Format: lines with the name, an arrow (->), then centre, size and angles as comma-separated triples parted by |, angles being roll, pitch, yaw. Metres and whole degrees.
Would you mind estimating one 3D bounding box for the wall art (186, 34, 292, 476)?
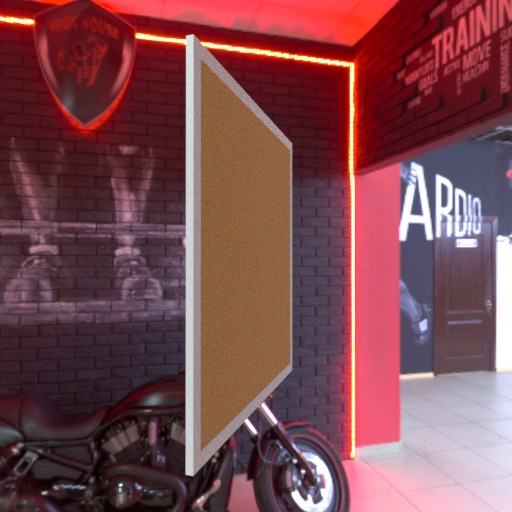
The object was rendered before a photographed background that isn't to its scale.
wall art -> 0.000, 0.000, 0.677 | 0.009, 0.457, 0.456 | 0, 0, 18
